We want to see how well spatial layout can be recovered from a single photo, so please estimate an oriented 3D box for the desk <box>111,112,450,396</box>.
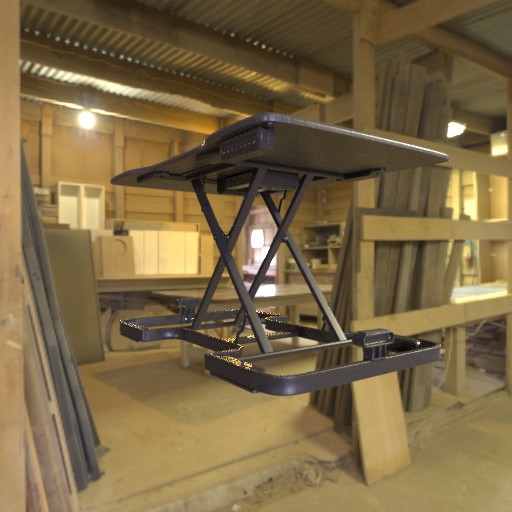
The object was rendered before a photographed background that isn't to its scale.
[{"bbox_3d":[0.000,0.000,1.183,0.546,0.470,0.820,0,0,-36],"label":"desk"}]
